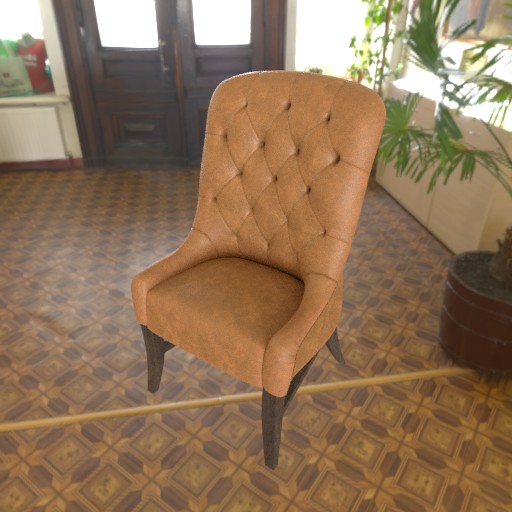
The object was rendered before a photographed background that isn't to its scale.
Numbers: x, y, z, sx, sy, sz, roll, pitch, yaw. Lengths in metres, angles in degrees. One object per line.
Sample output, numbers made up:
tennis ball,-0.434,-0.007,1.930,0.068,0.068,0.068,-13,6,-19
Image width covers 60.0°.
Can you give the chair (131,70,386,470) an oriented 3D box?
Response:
chair,0.000,0.000,1.491,0.634,1.091,0.629,20,36,30
